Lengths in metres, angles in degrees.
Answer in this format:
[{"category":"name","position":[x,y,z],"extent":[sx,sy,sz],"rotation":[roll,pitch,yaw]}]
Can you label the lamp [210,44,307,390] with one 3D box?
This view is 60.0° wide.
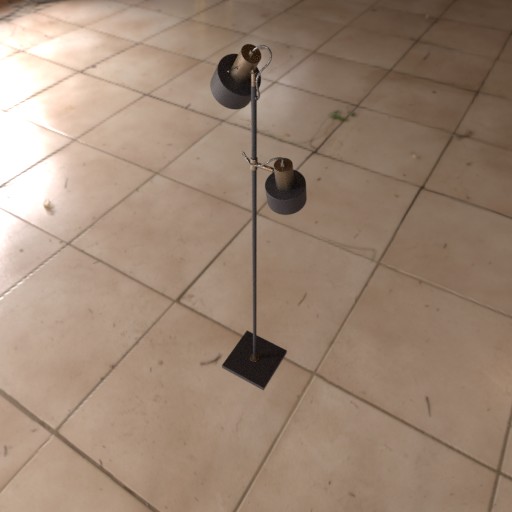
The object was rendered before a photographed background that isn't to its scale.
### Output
[{"category":"lamp","position":[0.000,0.000,1.627],"extent":[0.315,1.505,0.233],"rotation":[23,51,20]}]
